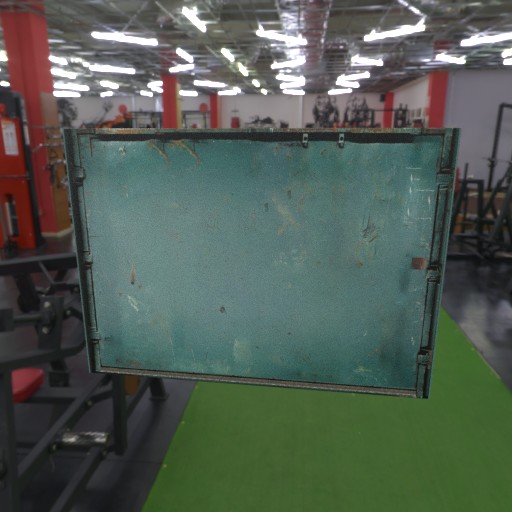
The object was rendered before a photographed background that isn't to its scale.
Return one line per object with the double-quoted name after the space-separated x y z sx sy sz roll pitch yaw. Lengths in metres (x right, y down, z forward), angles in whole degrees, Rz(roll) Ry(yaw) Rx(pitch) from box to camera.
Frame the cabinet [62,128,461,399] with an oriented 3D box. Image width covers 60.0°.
0.000 0.000 3.915 3.001 2.160 0.680 2 15 8 "cabinet"
